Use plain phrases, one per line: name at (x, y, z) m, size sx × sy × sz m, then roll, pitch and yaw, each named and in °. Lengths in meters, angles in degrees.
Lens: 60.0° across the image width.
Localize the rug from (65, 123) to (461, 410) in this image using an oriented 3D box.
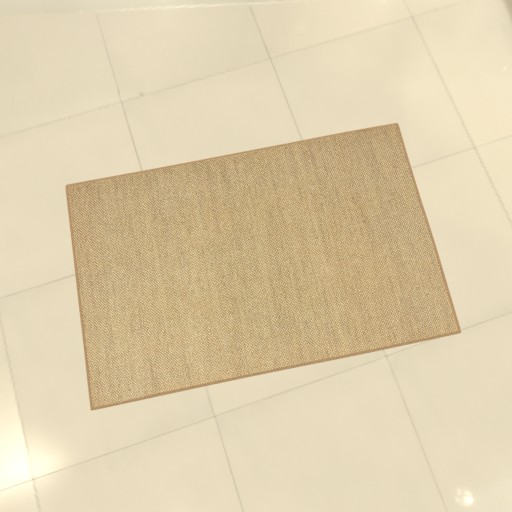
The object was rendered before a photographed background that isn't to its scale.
rug at (0.000, 0.000, 2.061) m, size 1.668 × 0.012 × 1.061 m, roll -11°, pitch 77°, yaw -3°
